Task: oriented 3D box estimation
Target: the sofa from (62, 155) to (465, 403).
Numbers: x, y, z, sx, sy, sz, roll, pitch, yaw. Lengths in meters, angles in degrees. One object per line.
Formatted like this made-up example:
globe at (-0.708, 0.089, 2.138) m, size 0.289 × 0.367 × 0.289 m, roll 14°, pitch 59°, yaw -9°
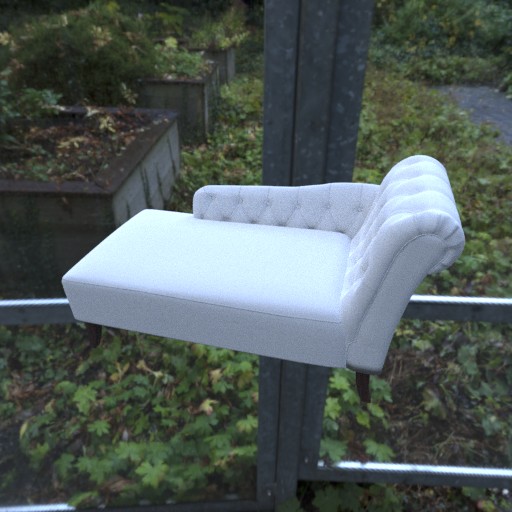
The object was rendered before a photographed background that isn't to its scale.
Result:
sofa at (0.000, 0.000, 1.802) m, size 1.379 × 0.787 × 0.675 m, roll 8°, pitch 31°, yaw 13°
